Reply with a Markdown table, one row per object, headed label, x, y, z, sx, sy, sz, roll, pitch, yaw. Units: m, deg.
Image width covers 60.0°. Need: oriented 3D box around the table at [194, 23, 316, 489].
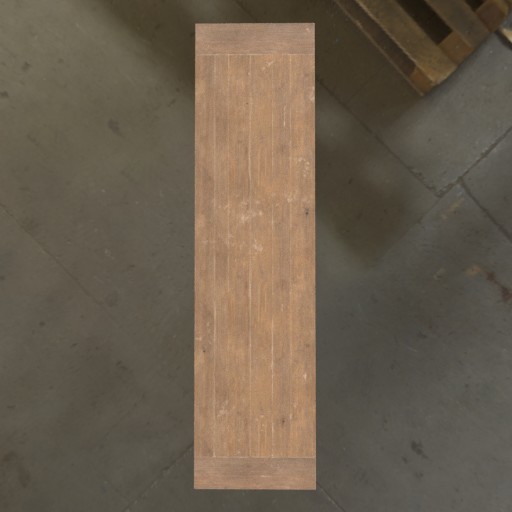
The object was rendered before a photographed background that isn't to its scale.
| label | x | y | z | sx | sy | sz | roll | pitch | yaw |
| --- | --- | --- | --- | --- | --- | --- | --- | --- | --- |
| table | 0.000 | 0.000 | 2.116 | 0.465 | 0.810 | 1.800 | 0 | 89 | 1 |
